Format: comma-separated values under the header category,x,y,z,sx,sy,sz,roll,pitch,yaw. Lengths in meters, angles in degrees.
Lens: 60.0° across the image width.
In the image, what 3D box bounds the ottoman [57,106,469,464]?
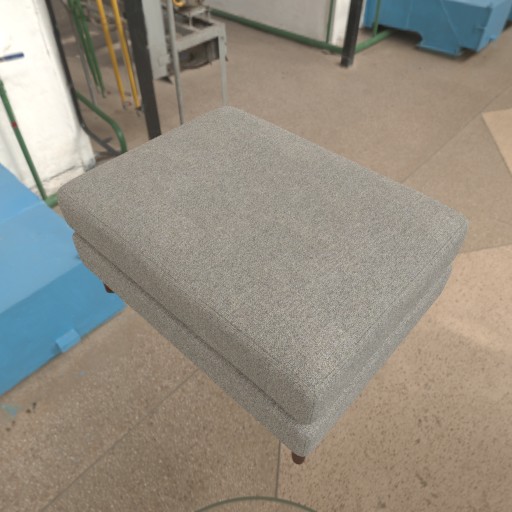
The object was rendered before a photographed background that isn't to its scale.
category,x,y,z,sx,sy,sz,roll,pitch,yaw
ottoman,0.000,0.000,1.173,0.821,0.441,0.611,33,54,28
